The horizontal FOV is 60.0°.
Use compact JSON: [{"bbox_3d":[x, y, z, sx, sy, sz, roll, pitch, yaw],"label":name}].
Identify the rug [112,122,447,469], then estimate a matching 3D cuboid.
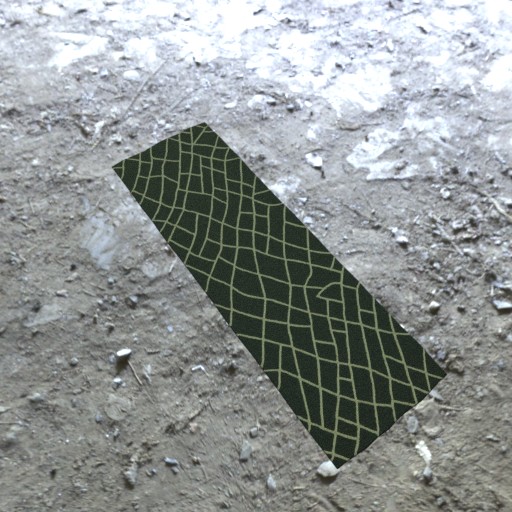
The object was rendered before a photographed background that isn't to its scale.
[{"bbox_3d":[0.000,0.000,2.801,0.807,0.010,2.476,-32,64,-18],"label":"rug"}]
